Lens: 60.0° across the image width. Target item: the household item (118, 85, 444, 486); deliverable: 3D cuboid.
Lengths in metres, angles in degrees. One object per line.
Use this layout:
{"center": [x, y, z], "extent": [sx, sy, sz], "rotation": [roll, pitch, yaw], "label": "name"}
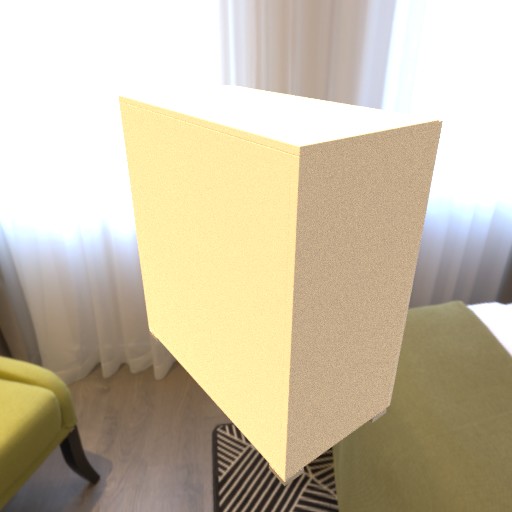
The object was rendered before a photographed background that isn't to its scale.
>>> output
{"center": [0.000, 0.000, 1.334], "extent": [0.420, 0.870, 0.800], "rotation": [-19, 33, -32], "label": "household item"}
